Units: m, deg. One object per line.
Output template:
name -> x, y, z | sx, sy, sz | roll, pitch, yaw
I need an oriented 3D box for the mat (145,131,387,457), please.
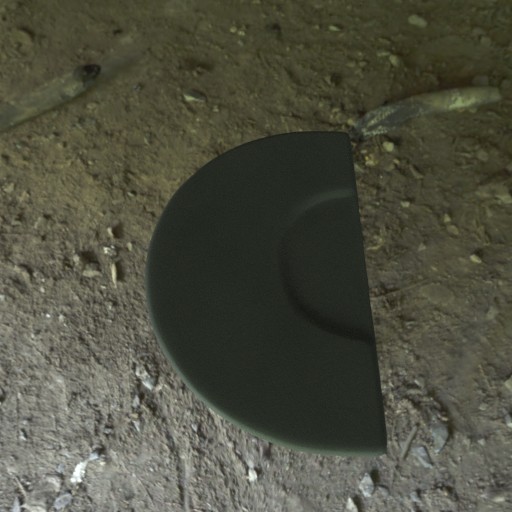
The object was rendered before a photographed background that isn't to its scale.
mat -> 0.000, 0.000, 1.855 | 0.917, 0.022, 1.525 | 1, 58, 1
